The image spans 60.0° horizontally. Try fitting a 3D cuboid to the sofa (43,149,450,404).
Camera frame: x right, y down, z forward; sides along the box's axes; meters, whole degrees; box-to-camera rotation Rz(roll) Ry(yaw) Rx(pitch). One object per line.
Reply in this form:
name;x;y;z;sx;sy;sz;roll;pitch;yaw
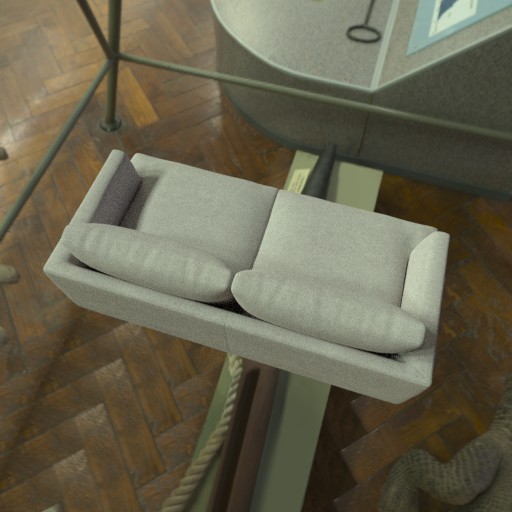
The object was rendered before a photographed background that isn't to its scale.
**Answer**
sofa;0.000;0.000;2.495;1.948;0.868;1.020;15;64;8
